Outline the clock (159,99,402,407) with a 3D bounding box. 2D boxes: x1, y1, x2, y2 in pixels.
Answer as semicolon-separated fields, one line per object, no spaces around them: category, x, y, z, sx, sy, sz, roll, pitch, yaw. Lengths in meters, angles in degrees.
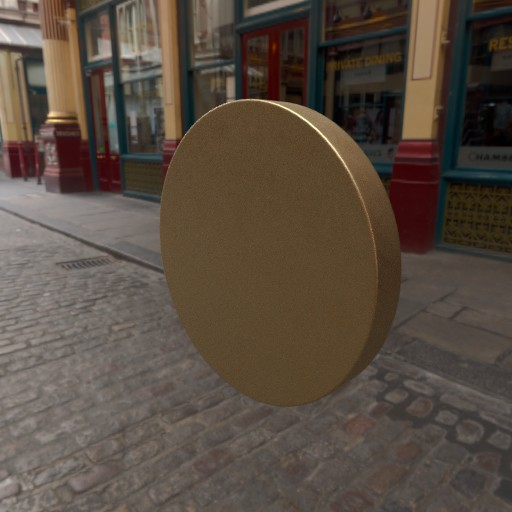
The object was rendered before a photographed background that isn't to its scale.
clock;0.000;0.000;0.472;0.040;0.314;0.314;-13;19;-43
